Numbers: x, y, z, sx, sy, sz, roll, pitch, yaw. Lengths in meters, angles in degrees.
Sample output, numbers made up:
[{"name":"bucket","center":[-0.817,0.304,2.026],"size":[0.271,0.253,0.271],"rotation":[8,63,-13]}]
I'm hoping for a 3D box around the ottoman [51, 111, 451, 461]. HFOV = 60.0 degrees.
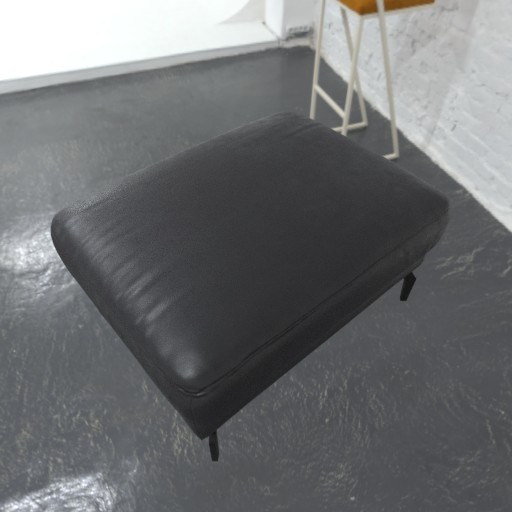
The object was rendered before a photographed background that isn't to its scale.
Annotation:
[{"name":"ottoman","center":[0.000,0.000,1.084],"size":[0.764,0.402,0.570],"rotation":[-32,54,-27]}]
